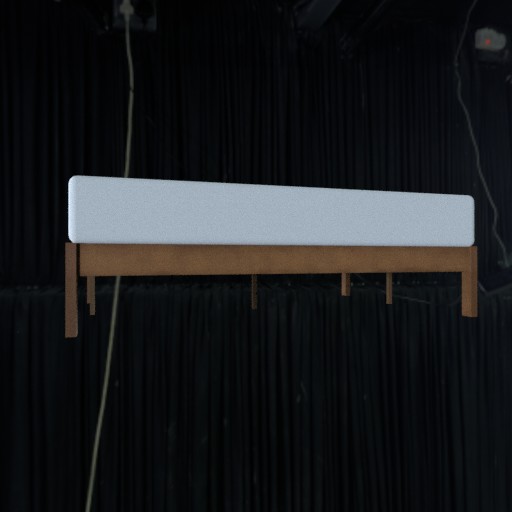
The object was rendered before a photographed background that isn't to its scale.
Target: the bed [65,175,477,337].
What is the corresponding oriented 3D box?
[{"bbox_3d":[0.000,0.000,2.601,1.927,0.616,1.348,0,0,-17],"label":"bed"}]
